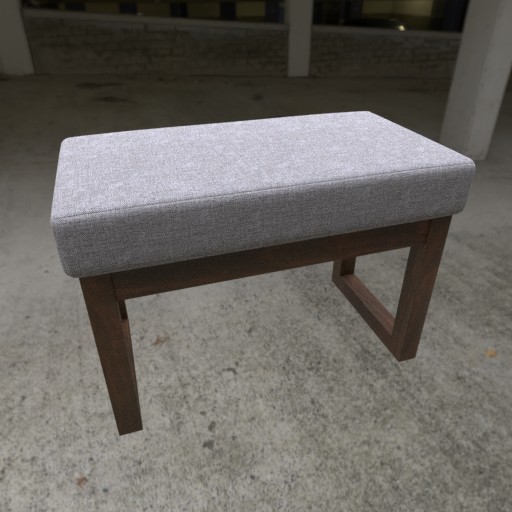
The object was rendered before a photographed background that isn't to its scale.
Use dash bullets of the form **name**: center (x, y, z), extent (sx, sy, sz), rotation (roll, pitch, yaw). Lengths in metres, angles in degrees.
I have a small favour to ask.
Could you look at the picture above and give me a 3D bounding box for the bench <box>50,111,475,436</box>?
- **bench**: center (0.000, 0.000, 0.918), extent (0.681, 0.467, 0.366), rotation (-10, 33, -15)
